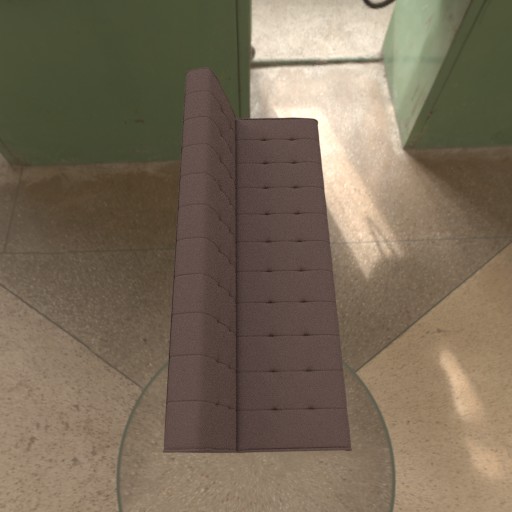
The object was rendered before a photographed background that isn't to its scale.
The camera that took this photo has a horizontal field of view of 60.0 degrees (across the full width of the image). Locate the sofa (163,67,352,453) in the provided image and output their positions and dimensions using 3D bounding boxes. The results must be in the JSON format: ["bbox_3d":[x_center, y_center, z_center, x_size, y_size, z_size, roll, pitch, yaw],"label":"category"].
[{"bbox_3d":[0.000,0.000,2.100,0.747,0.699,1.703,-1,65,-1],"label":"sofa"}]
